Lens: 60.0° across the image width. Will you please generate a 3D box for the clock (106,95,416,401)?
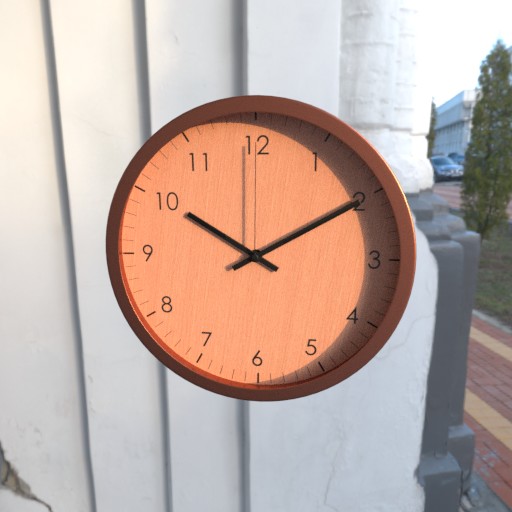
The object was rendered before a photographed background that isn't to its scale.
[{"bbox_3d":[0.000,0.000,0.462,0.313,0.313,0.040,2,13,8],"label":"clock"}]
